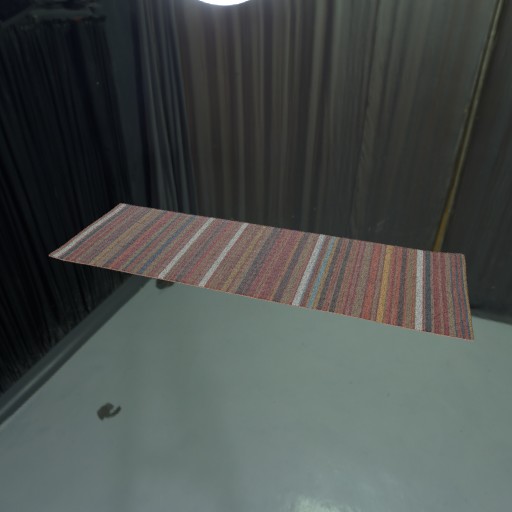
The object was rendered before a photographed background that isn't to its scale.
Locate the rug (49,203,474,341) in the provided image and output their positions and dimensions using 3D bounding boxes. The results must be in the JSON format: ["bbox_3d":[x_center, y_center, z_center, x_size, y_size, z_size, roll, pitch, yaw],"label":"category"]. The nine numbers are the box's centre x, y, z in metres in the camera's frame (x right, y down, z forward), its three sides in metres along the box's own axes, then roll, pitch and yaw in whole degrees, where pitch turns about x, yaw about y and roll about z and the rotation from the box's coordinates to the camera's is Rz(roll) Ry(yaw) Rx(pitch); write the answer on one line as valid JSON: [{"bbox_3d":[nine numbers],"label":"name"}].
[{"bbox_3d":[0.000,0.000,2.736,2.444,0.030,0.799,10,34,15],"label":"rug"}]
